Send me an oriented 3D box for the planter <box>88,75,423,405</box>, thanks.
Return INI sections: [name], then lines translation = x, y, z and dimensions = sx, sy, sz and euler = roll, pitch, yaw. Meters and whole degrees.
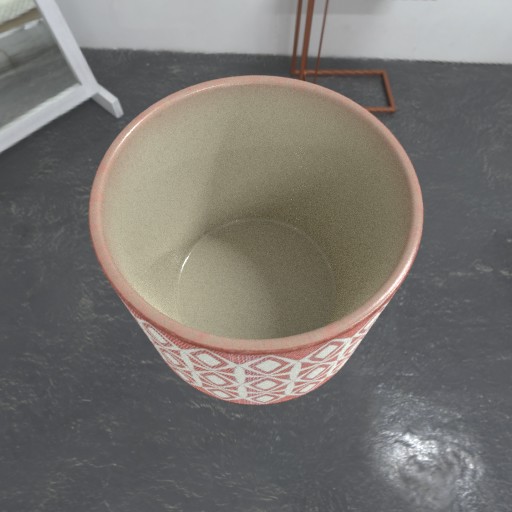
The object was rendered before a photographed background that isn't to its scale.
[planter]
translation = 0.000, 0.000, 0.469
dimensions = 0.273, 0.237, 0.273
euler = 0, 62, 0
